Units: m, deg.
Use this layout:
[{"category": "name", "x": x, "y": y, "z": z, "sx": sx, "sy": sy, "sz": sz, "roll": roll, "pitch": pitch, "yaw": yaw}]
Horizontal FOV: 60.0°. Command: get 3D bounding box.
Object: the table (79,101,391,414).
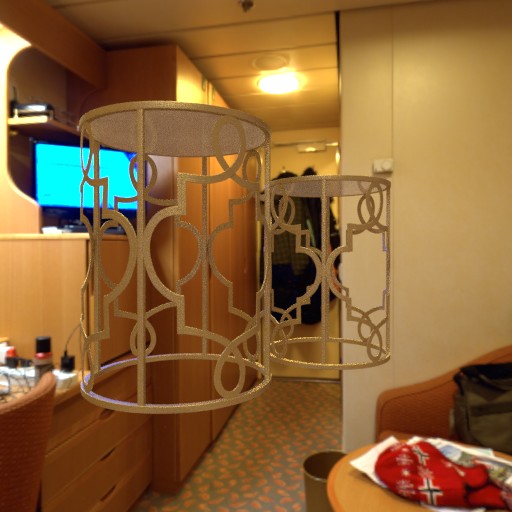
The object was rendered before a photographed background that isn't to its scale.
[{"category": "table", "x": 0.000, "y": 0.000, "z": 1.131, "sx": 0.846, "sy": 0.564, "sz": 0.420, "roll": 0, "pitch": 1, "yaw": -35}]
